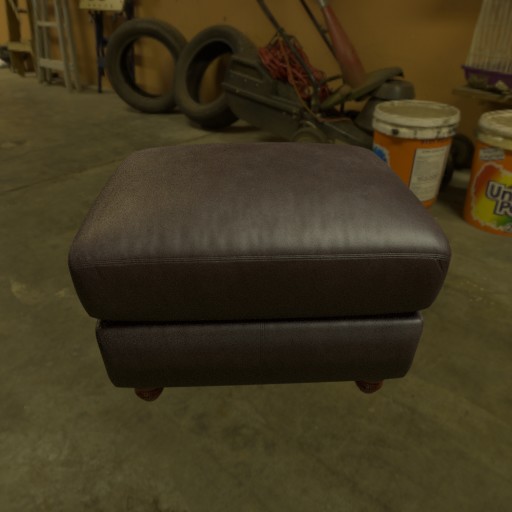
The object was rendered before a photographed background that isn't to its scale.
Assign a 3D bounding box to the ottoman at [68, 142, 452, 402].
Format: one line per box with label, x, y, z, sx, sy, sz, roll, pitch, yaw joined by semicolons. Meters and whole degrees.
ottoman;0.000;0.000;1.259;0.806;0.569;0.670;-1;31;-2
